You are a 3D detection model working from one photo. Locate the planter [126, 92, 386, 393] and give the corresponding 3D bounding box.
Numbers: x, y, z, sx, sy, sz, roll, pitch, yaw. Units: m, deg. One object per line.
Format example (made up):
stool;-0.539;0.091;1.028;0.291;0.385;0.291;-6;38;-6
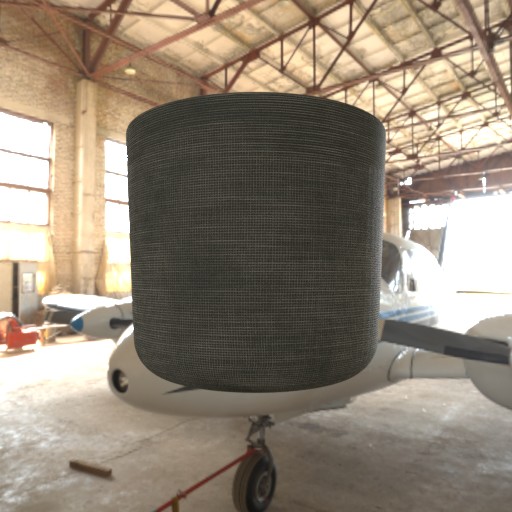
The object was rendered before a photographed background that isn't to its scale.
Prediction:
planter;0.000;0.000;0.772;0.440;0.398;0.440;0;-3;0
